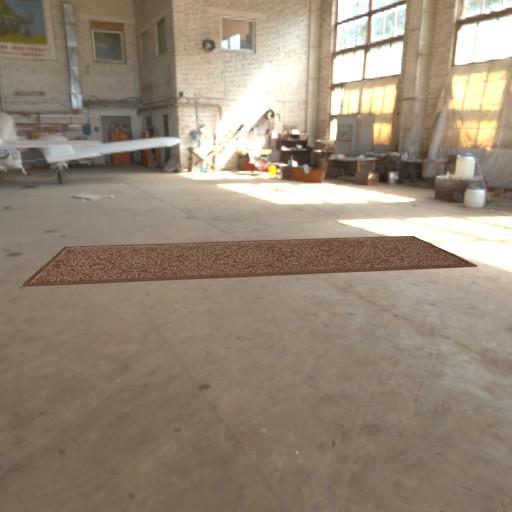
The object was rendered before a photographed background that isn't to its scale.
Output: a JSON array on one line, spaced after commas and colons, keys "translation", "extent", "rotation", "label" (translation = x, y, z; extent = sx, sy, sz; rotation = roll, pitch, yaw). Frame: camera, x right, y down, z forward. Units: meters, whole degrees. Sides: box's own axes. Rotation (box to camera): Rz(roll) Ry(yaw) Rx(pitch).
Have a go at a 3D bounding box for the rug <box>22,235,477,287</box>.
[{"translation": [0.000, 0.000, 2.718], "extent": [2.448, 0.012, 0.769], "rotation": [-2, 16, -8], "label": "rug"}]
